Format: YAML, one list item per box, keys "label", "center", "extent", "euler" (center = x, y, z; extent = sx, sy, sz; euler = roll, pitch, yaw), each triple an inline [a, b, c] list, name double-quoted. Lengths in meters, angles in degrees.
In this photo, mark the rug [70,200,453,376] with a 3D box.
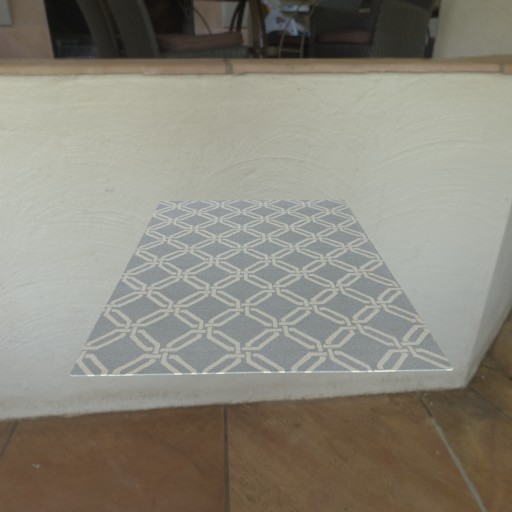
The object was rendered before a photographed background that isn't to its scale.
- label: "rug"
  center: [0.000, 0.000, 2.705]
  extent: [1.522, 0.013, 2.133]
  euler: [-1, 26, -1]
